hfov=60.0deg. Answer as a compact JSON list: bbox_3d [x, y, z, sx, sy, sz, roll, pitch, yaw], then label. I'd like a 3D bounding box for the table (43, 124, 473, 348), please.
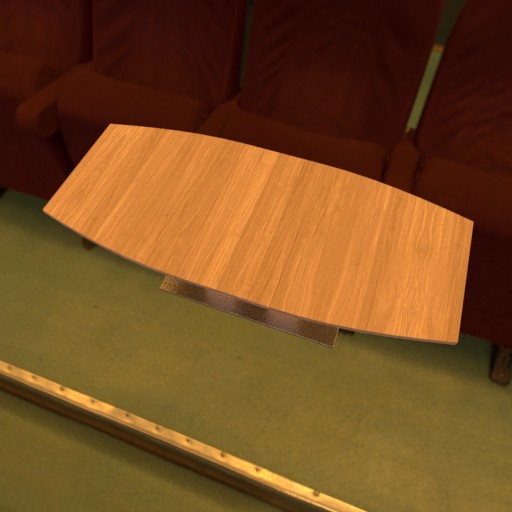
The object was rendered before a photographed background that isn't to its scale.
[{"bbox_3d":[0.000,0.000,2.514,2.032,0.750,0.900,17,59,11],"label":"table"}]
